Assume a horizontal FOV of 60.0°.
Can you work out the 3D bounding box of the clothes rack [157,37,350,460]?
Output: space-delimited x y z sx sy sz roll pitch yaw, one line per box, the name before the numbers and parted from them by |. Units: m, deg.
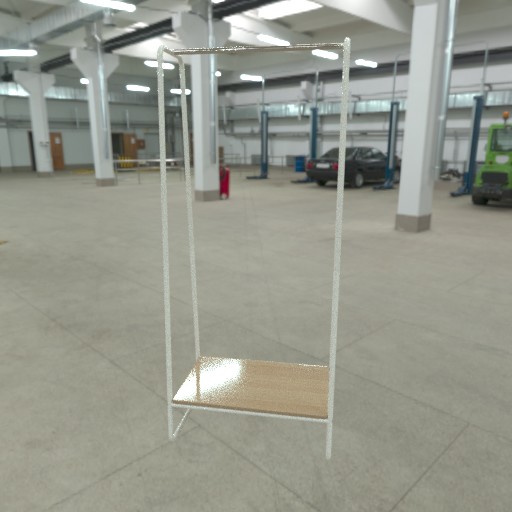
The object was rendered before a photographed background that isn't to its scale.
clothes rack | 0.000 0.000 1.722 0.640 1.500 0.400 3 14 10
